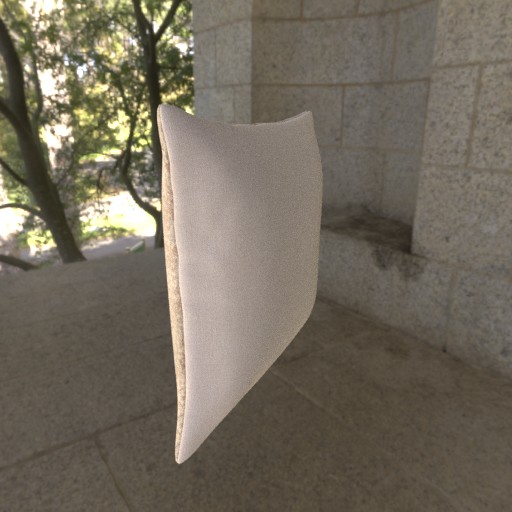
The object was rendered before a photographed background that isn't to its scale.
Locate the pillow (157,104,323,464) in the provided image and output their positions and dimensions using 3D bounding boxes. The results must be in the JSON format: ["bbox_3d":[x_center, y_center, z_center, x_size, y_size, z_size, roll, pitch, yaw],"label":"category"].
[{"bbox_3d":[0.000,0.000,0.807,0.166,0.510,0.523,8,19,25],"label":"pillow"}]
